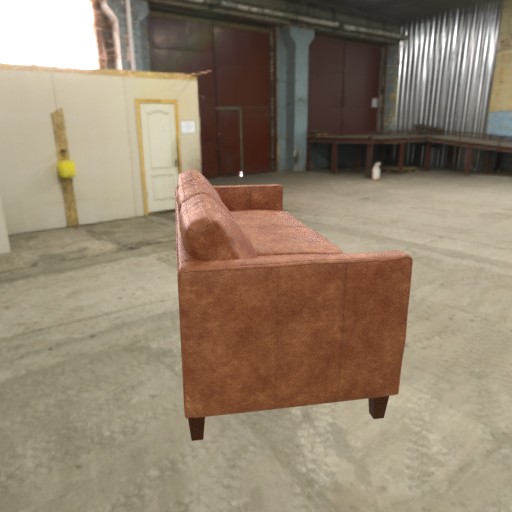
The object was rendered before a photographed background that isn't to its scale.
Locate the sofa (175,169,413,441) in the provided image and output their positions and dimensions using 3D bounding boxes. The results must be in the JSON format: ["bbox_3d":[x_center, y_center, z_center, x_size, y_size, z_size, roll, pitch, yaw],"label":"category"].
[{"bbox_3d":[0.000,0.000,3.000,1.045,1.006,2.464,-3,16,-10],"label":"sofa"}]
